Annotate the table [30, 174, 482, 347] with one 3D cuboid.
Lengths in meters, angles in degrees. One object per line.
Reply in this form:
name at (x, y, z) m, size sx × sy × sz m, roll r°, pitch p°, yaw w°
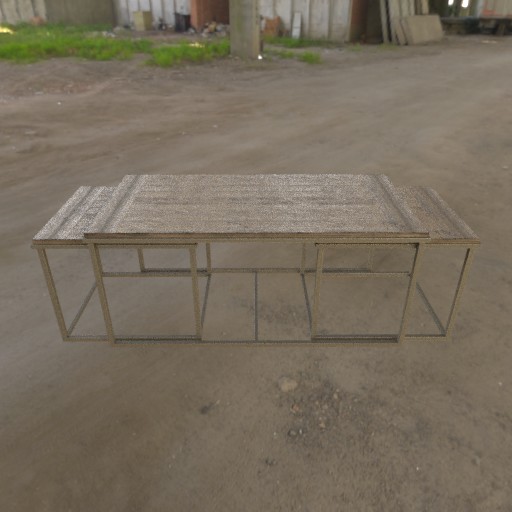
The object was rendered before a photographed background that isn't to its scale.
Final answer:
table at (0.000, 0.000, 1.554) m, size 1.312 × 0.427 × 0.489 m, roll 0°, pitch 30°, yaw 0°
